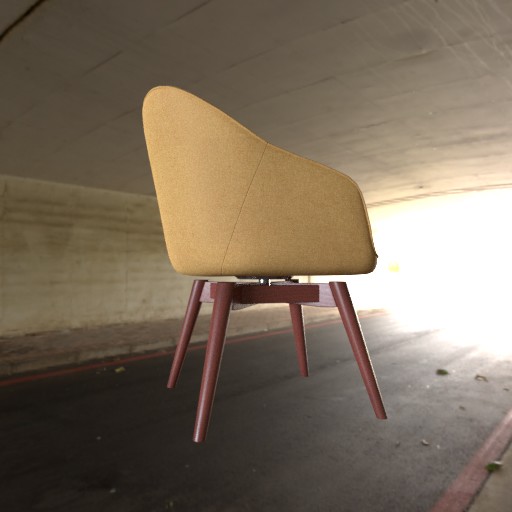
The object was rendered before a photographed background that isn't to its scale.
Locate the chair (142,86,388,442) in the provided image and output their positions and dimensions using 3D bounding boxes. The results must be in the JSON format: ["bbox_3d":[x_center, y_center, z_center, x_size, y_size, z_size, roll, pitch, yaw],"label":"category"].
[{"bbox_3d":[0.000,0.000,1.266,0.635,0.823,0.596,1,-2,-18],"label":"chair"}]
